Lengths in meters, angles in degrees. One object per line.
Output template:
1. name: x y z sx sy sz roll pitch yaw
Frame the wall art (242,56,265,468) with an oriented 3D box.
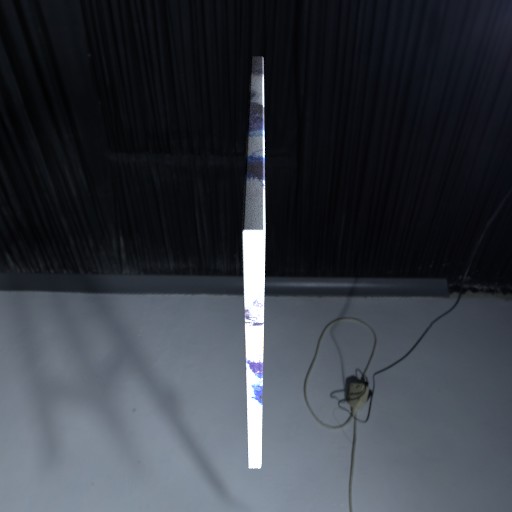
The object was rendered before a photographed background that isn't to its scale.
1. wall art: 0.000 0.000 1.344 0.038 0.885 0.887 0 41 0
